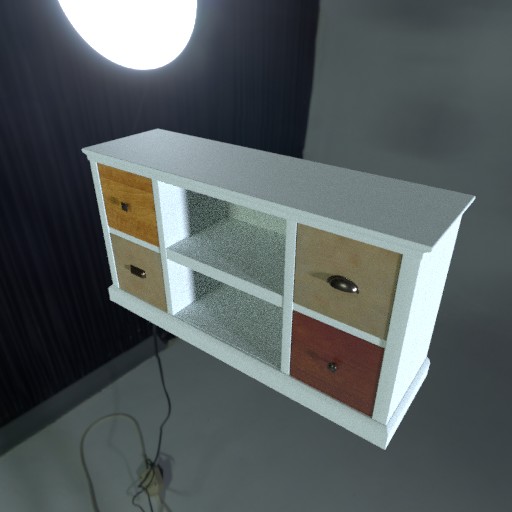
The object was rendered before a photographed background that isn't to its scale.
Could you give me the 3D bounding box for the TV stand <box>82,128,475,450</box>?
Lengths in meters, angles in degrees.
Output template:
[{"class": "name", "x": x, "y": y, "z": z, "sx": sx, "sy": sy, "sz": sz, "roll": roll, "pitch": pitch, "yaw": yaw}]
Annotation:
[{"class": "TV stand", "x": 0.000, "y": 0.000, "z": 1.496, "sx": 1.187, "sy": 0.624, "sz": 0.424, "roll": 20, "pitch": 35, "yaw": 31}]
